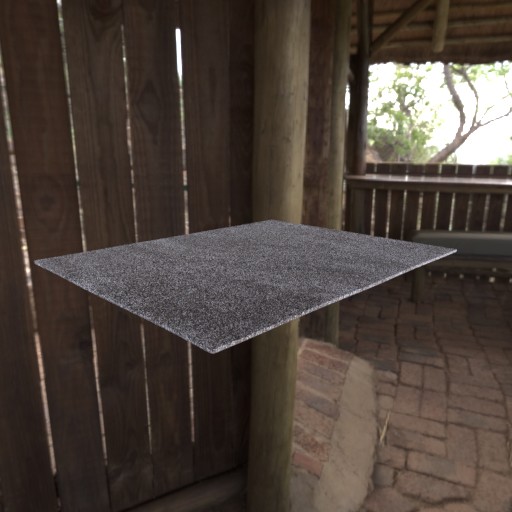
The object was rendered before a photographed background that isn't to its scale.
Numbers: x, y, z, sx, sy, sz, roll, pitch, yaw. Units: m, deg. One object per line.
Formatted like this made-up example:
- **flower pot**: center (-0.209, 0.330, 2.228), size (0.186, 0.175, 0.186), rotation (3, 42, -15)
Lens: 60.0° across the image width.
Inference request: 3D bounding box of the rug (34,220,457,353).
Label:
- **rug**: center (0.000, 0.000, 4.002), size (3.000, 0.025, 2.401), rotation (-14, 20, -43)
